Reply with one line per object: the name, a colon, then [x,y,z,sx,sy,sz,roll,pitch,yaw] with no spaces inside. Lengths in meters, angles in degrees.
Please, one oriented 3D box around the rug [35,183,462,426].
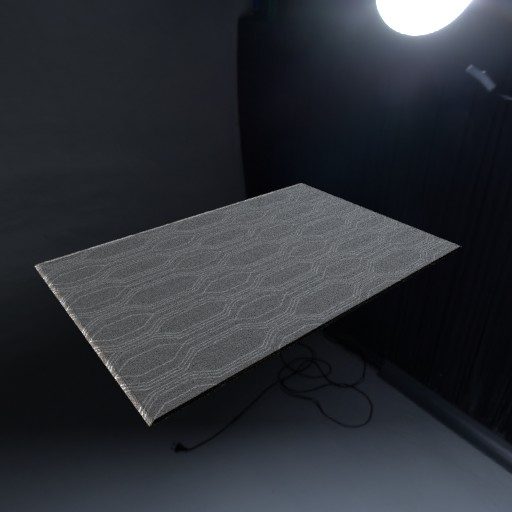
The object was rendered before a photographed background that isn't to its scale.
rug: [0.000,0.000,2.285,1.836,0.012,1.239,-22,36,-33]
